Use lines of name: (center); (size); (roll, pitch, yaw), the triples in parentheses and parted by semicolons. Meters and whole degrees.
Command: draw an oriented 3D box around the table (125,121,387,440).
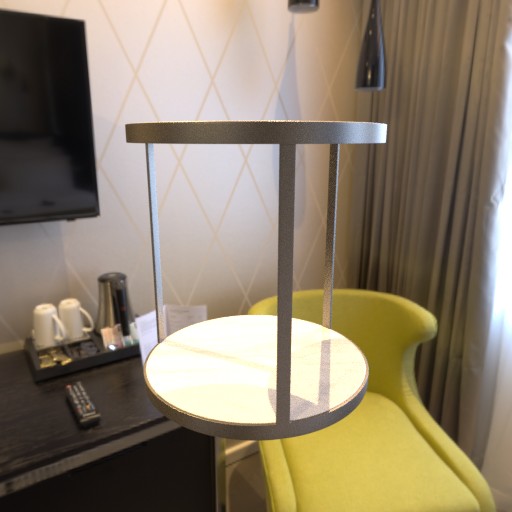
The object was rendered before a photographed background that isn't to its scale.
table: (0.000, 0.000, 0.845); (0.445, 0.479, 0.445); (0, 15, 0)
